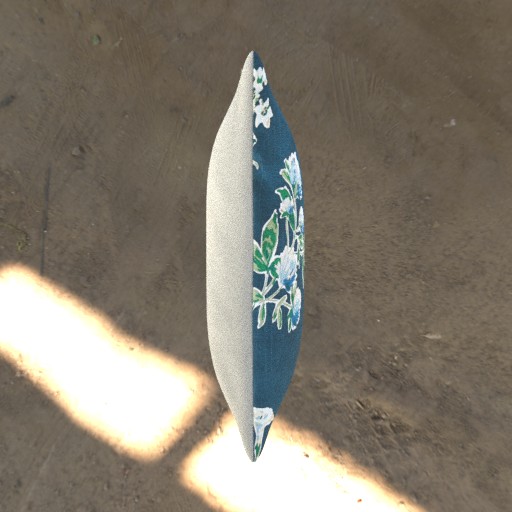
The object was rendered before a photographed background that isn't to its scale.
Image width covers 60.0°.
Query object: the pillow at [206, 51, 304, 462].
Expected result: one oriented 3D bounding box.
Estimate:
[{"bbox_3d":[0.000,0.000,0.812,0.166,0.508,0.525,0,91,0],"label":"pillow"}]
